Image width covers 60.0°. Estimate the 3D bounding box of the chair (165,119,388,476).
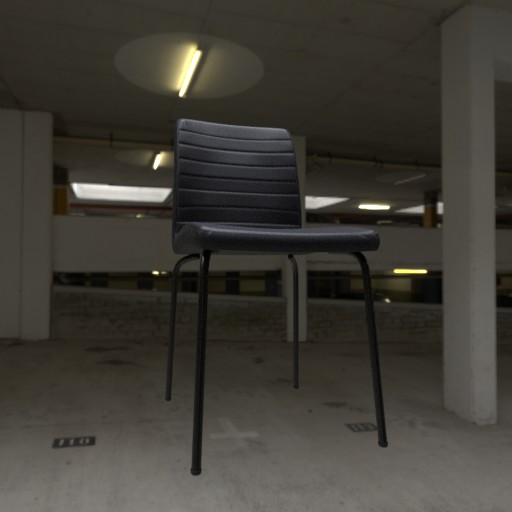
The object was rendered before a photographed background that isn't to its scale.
[{"bbox_3d":[0.000,0.000,1.209,0.450,0.872,0.572,0,-1,-18],"label":"chair"}]
